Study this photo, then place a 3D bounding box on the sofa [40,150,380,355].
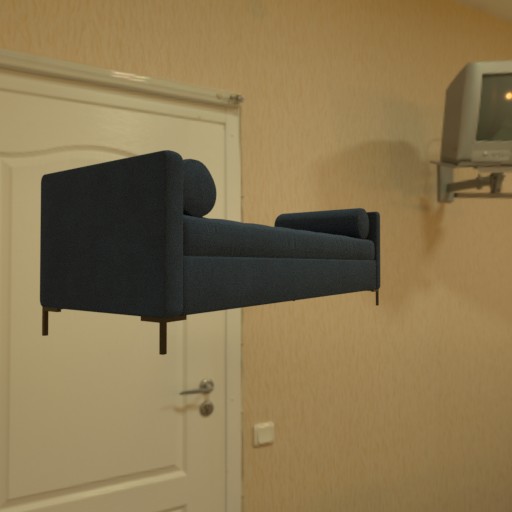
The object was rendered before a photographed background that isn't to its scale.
[{"bbox_3d":[0.000,0.000,2.336,0.686,0.635,1.981,-1,-1,34],"label":"sofa"}]
